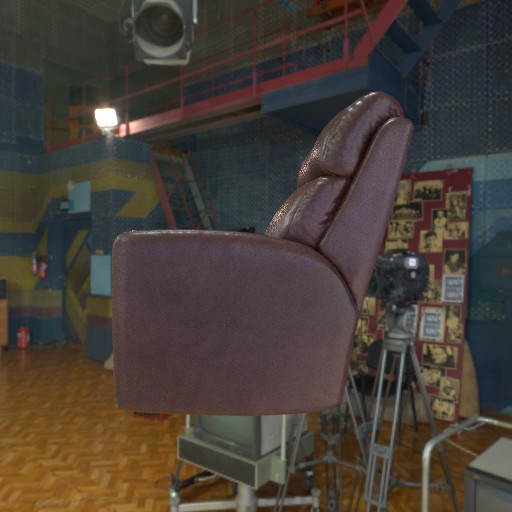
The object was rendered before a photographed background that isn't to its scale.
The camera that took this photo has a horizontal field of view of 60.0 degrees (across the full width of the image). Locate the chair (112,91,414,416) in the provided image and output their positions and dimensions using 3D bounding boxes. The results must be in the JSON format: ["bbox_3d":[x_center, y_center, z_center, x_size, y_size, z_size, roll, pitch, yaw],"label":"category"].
[{"bbox_3d":[0.000,0.000,1.665,0.939,1.016,0.787,0,0,-1],"label":"chair"}]
